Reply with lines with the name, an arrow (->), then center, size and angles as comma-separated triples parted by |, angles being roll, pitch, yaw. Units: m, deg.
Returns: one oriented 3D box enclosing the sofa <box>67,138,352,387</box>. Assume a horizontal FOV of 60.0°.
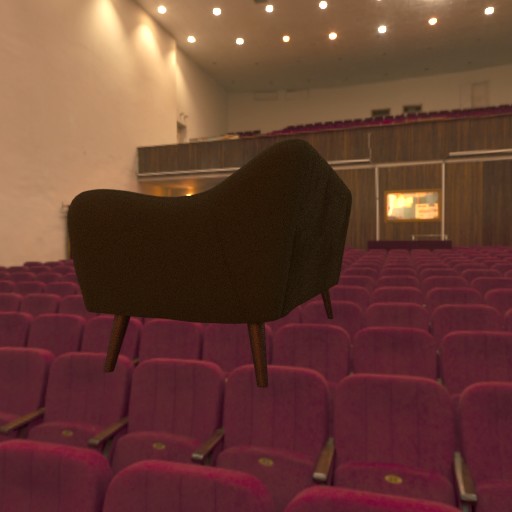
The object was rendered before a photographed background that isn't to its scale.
sofa -> 0.000, 0.000, 2.254 | 0.820, 0.836, 1.840 | 0, 1, 18
